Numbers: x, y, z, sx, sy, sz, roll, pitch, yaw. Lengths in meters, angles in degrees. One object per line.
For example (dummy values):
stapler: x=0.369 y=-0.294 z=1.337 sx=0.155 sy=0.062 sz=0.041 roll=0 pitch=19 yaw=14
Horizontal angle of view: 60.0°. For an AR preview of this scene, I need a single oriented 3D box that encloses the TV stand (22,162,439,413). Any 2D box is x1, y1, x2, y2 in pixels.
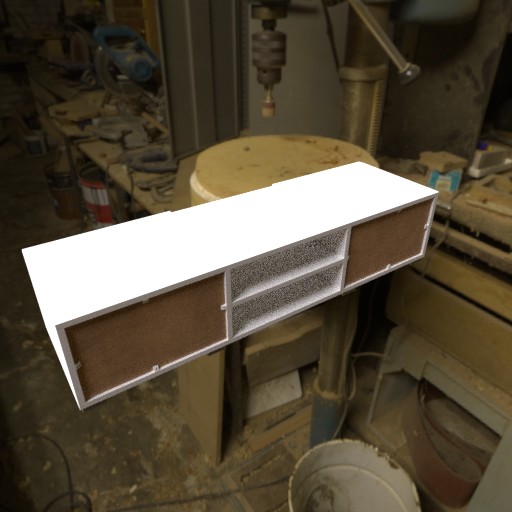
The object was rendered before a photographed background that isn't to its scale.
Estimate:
TV stand: x=0.000 y=0.000 z=1.583 sx=1.400 sy=0.310 sz=0.420 roll=-19 pitch=36 yaw=-29
